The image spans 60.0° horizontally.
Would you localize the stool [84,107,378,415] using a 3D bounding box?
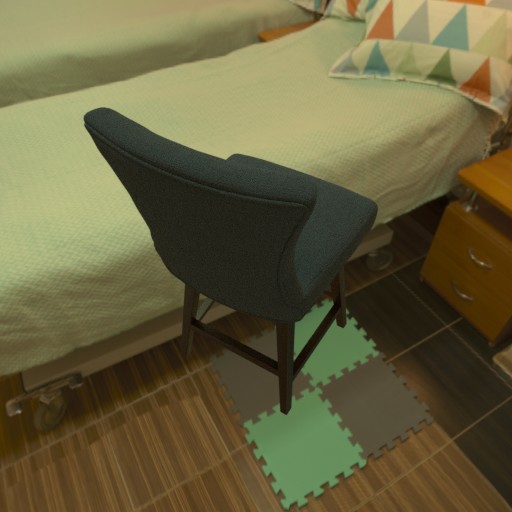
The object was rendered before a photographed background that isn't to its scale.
[{"bbox_3d":[0.000,0.000,1.283,0.514,1.000,0.574,24,51,21],"label":"stool"}]
